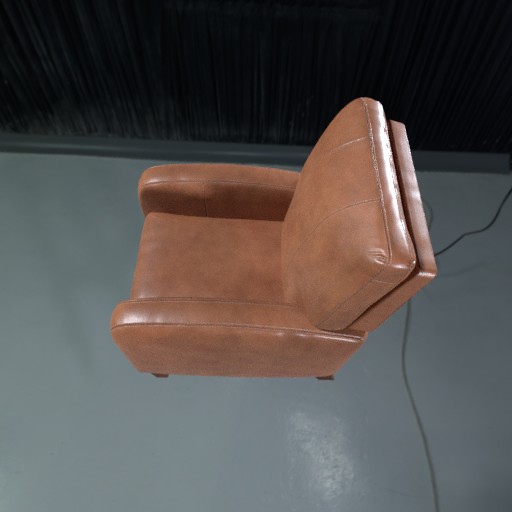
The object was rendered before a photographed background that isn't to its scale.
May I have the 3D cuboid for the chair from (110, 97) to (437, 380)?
[{"bbox_3d":[0.000,0.000,1.689,0.990,0.990,0.762,1,58,1],"label":"chair"}]
